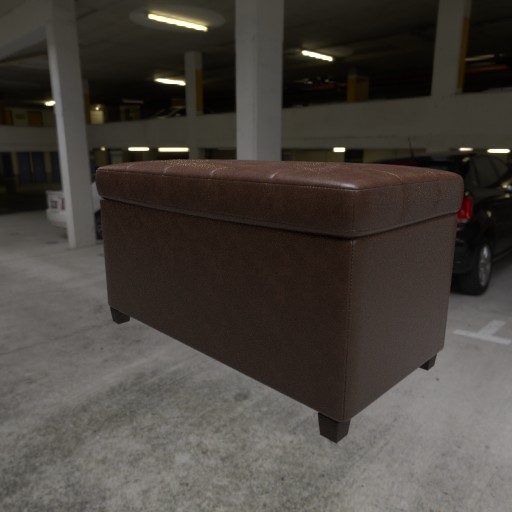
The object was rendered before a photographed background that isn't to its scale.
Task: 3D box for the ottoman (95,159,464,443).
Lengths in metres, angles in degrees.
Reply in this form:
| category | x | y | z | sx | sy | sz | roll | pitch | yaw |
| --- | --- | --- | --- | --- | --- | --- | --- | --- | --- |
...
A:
| category | x | y | z | sx | sy | sz | roll | pitch | yaw |
| --- | --- | --- | --- | --- | --- | --- | --- | --- | --- |
| ottoman | 0.000 | 0.000 | 1.124 | 0.838 | 0.470 | 0.432 | 13 | 19 | 43 |
